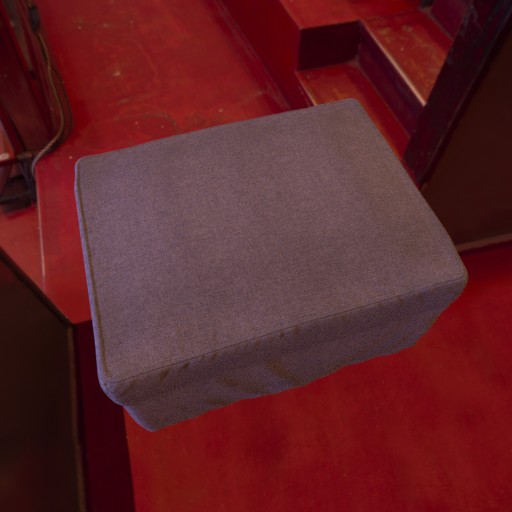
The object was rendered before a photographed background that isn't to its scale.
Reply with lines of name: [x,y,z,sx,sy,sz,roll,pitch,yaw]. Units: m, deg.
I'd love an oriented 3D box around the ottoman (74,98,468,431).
ottoman: [0.000,0.000,1.230,0.833,0.492,0.652,-15,59,-9]
